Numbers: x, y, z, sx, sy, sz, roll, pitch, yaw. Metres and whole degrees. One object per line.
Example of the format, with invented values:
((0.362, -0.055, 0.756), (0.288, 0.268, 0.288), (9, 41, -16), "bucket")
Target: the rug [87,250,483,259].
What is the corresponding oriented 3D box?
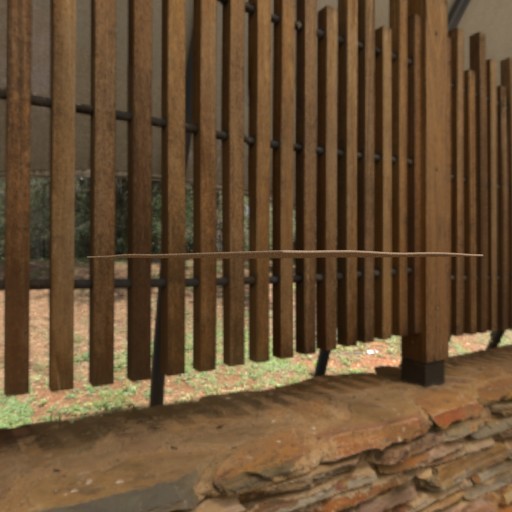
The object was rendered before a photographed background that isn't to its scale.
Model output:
((0.000, 0.000, 2.381), (1.220, 0.013, 1.829), (1, -1, -38), "rug")
